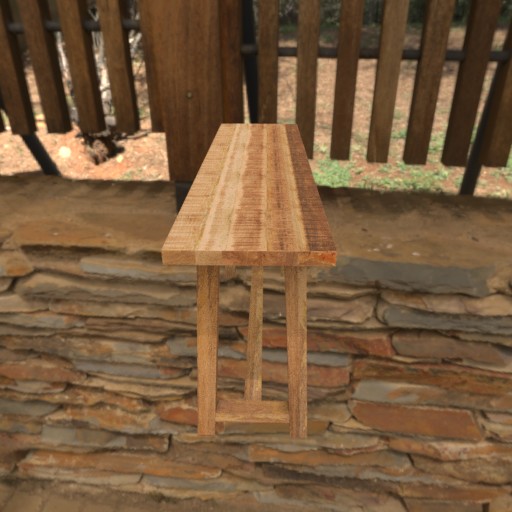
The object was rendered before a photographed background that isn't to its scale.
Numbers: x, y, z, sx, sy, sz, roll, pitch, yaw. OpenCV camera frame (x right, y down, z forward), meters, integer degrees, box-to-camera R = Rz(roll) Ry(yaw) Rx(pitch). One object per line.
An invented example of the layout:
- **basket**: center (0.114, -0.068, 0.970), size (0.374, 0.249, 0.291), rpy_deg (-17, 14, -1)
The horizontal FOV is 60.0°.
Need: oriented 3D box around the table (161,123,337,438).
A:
- **table**: center (0.000, 0.000, 1.882), size (0.405, 0.810, 1.524), rpy_deg (1, 27, 1)
